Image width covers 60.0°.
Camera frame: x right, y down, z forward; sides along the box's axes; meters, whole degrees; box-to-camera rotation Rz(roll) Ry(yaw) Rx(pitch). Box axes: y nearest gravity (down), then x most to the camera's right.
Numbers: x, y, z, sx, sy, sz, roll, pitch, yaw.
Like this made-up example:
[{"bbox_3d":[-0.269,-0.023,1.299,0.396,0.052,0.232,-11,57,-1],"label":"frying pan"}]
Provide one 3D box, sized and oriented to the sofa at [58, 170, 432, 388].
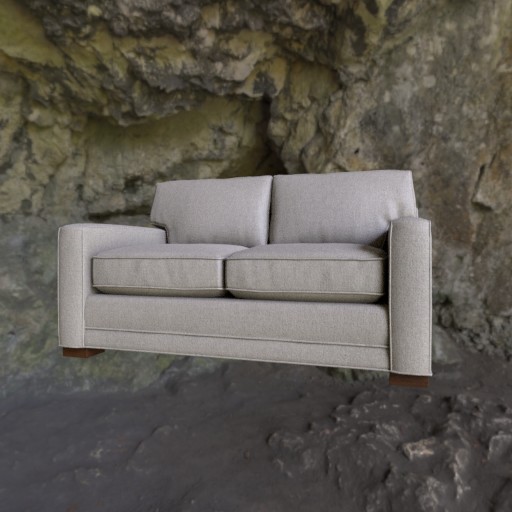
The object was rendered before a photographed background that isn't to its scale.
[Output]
[{"bbox_3d":[0.000,0.000,2.086,1.484,0.853,0.940,0,1,17],"label":"sofa"}]
